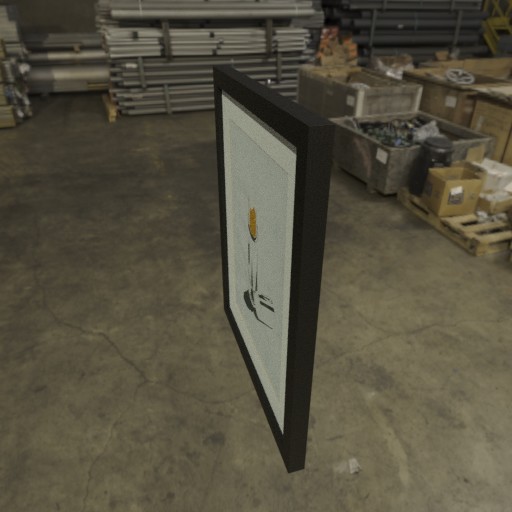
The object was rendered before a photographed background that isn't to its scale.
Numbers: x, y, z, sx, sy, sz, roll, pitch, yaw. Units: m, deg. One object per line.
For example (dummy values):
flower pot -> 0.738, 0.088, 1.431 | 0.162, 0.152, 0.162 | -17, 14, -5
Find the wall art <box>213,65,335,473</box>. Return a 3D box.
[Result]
wall art -> 0.000, 0.000, 0.771 | 0.029, 0.559, 0.457 | -9, 32, -14
